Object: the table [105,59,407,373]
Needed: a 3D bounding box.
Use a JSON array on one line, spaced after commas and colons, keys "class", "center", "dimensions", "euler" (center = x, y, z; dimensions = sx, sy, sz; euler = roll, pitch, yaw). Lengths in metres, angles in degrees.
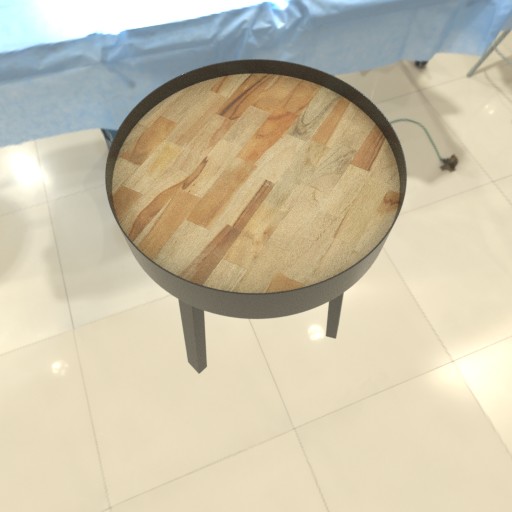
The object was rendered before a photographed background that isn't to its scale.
[{"class": "table", "center": [0.000, 0.000, 0.850], "dimensions": [0.406, 0.559, 0.406], "euler": [0, 61, 0]}]
